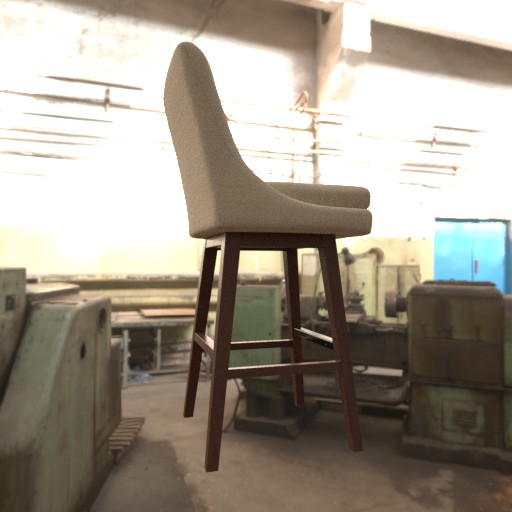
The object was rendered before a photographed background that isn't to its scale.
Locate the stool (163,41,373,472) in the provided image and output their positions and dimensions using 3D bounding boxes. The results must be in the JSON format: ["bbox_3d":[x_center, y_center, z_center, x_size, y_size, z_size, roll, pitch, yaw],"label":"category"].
[{"bbox_3d":[0.000,0.000,1.381,0.559,1.093,0.483,0,-1,-17],"label":"stool"}]
